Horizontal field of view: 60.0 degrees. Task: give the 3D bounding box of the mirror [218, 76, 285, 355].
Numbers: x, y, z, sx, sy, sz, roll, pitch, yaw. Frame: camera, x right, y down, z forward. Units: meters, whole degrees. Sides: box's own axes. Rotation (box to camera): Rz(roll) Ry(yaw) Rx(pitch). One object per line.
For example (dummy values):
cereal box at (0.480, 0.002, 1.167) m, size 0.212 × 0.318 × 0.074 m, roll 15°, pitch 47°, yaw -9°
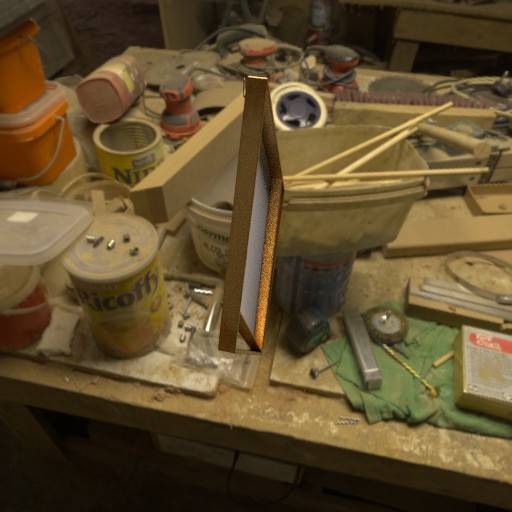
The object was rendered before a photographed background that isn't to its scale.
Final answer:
mirror at (0.000, 0.000, 0.829) m, size 0.032 × 0.679 × 0.419 m, roll 10°, pitch 47°, yaw 9°
